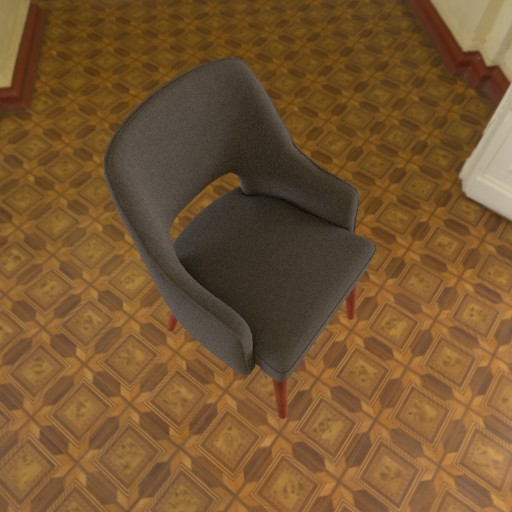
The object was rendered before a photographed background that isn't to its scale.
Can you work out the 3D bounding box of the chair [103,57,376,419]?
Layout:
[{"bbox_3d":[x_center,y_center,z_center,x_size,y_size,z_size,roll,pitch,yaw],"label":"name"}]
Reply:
[{"bbox_3d":[0.000,0.000,1.227,0.560,0.838,0.559,32,63,19],"label":"chair"}]
